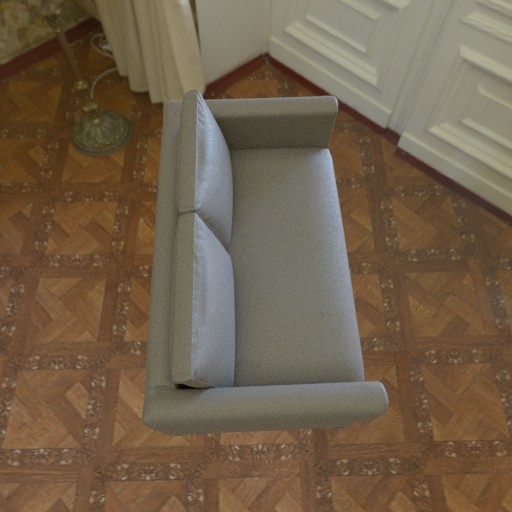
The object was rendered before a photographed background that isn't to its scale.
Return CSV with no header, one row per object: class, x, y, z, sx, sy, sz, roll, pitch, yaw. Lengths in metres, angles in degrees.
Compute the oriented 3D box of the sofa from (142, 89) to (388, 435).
sofa,0.000,0.000,2.164,0.899,0.873,1.598,-2,63,-1
